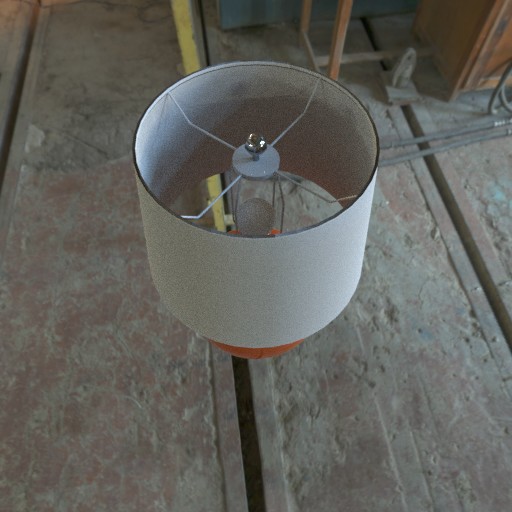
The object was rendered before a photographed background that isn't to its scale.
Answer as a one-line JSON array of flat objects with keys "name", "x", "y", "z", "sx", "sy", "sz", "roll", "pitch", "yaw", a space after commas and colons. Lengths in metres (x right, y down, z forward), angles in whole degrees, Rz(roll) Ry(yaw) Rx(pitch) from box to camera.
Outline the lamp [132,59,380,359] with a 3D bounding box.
[{"name": "lamp", "x": 0.000, "y": 0.000, "z": 0.535, "sx": 0.247, "sy": 0.387, "sz": 0.247, "roll": 0, "pitch": 59, "yaw": 0}]
